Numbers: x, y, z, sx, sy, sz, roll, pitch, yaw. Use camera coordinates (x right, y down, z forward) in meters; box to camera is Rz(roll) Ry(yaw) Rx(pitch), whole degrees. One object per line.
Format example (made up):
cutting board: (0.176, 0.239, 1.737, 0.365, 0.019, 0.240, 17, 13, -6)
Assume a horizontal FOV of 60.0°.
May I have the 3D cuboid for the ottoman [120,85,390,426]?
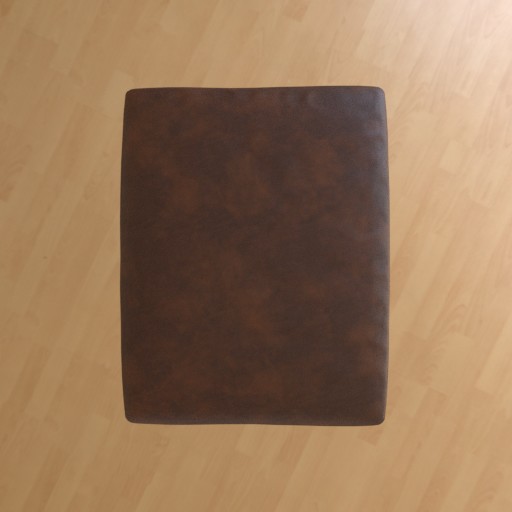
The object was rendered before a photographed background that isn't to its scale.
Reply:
ottoman: (0.000, 0.000, 1.131, 0.586, 0.486, 0.742, 0, 90, 1)
